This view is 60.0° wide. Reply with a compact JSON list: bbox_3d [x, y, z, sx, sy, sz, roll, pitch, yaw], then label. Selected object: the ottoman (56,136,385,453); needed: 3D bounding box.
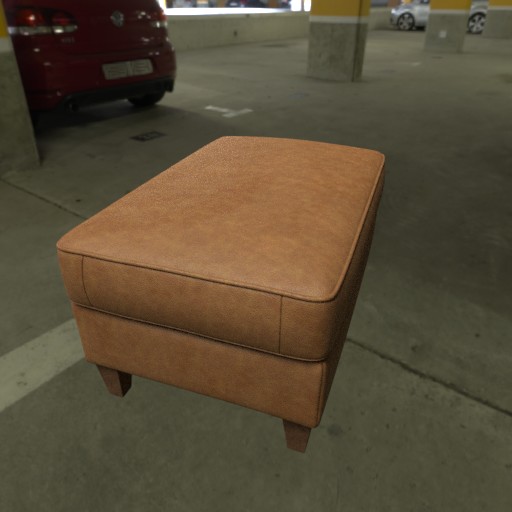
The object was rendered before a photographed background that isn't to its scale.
[{"bbox_3d":[0.000,0.000,1.209,0.584,0.483,0.864,10,32,17],"label":"ottoman"}]
